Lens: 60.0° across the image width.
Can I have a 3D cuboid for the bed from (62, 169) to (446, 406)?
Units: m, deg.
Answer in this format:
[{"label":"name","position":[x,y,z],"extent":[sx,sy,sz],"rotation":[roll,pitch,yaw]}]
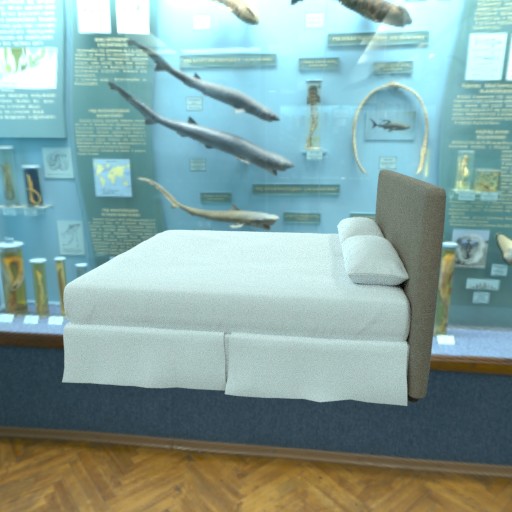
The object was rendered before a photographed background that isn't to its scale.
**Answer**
[{"label":"bed","position":[0.000,0.000,3.595],"extent":[2.341,1.317,2.119],"rotation":[2,14,8]}]
